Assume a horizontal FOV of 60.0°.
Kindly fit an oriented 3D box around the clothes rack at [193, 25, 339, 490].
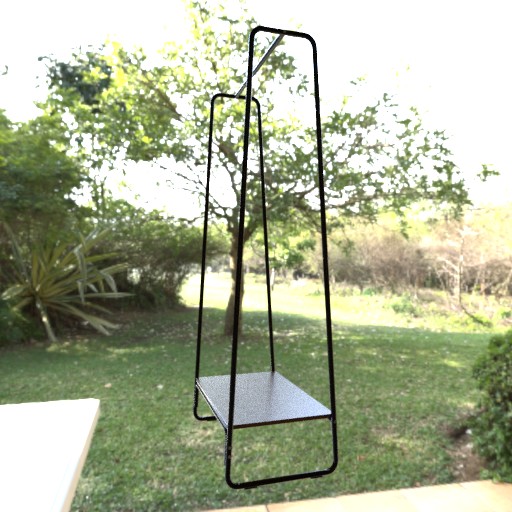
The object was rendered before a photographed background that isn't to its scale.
[{"bbox_3d":[0.000,0.000,1.763,0.400,1.500,0.640,0,0,-17],"label":"clothes rack"}]
